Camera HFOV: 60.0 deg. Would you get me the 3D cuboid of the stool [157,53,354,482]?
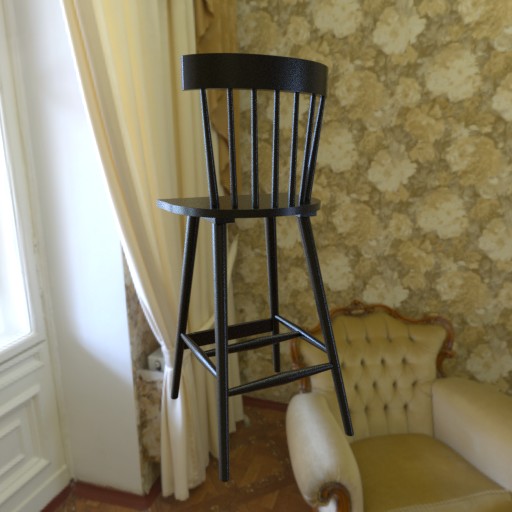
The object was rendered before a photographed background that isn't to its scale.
[{"bbox_3d":[0.000,0.000,1.359,0.482,1.092,0.483,-7,15,-26],"label":"stool"}]
